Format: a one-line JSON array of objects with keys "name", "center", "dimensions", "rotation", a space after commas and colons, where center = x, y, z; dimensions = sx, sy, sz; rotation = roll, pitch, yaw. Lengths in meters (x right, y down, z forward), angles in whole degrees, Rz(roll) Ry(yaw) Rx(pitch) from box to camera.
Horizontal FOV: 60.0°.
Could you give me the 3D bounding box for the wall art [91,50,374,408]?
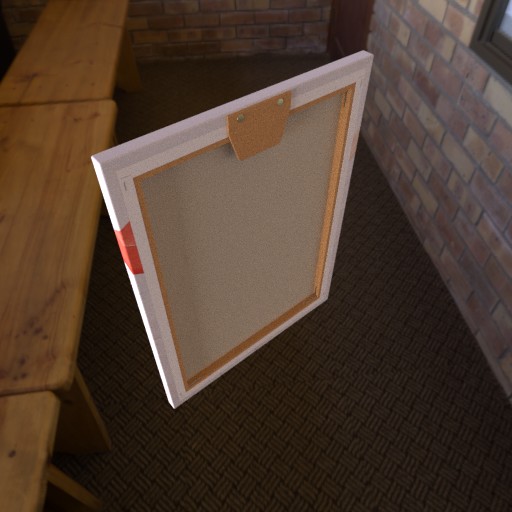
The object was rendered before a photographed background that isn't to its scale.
[{"name": "wall art", "center": [0.000, 0.000, 1.344], "dimensions": [0.759, 1.014, 0.045], "rotation": [-31, 54, -26]}]
